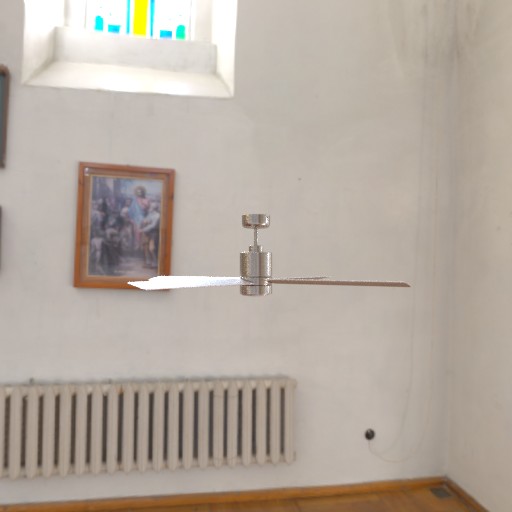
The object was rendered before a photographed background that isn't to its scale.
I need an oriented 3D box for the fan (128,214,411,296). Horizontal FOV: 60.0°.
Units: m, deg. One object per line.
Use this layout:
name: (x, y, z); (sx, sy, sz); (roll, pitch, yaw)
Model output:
fan: (0.000, 0.000, 1.946); (1.322, 0.355, 1.322); (-1, -2, 36)
